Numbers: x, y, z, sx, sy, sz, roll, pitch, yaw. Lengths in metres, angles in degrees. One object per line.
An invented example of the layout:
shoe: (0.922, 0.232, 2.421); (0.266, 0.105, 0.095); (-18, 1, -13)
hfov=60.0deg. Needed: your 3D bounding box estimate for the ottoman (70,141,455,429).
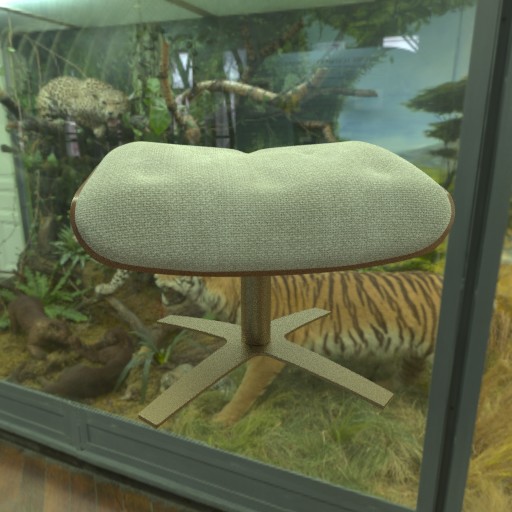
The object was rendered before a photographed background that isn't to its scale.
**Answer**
ottoman: (0.000, 0.000, 0.785); (0.520, 0.391, 0.394); (-2, 16, -7)
